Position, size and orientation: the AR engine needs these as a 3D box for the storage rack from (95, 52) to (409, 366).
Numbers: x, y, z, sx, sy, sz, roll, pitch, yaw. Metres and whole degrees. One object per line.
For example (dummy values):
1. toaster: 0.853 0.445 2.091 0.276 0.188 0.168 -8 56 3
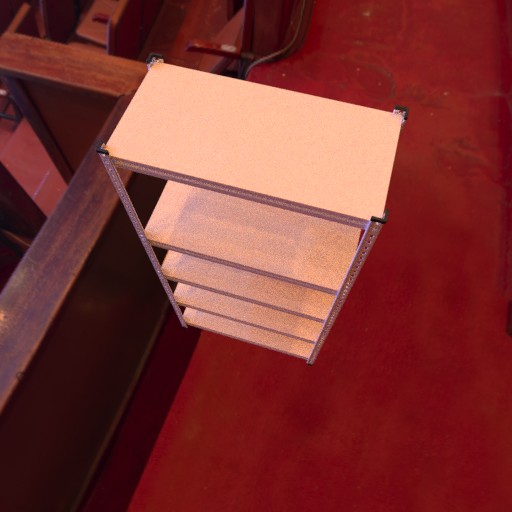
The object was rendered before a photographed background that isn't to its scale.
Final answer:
1. storage rack: 0.000 0.000 2.228 0.914 1.829 0.457 15 64 7
